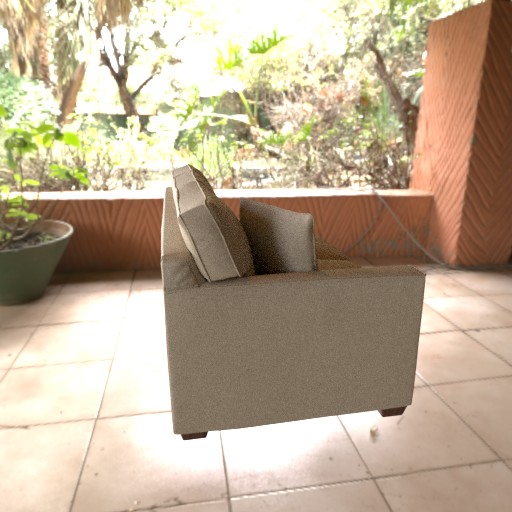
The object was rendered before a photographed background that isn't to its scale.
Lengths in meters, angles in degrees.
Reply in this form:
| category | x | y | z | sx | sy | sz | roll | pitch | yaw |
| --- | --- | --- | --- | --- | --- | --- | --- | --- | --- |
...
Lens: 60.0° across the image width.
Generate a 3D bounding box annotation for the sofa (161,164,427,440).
| category | x | y | z | sx | sy | sz | roll | pitch | yaw |
| --- | --- | --- | --- | --- | --- | --- | --- | --- | --- |
| sofa | 0.000 | 0.000 | 2.579 | 1.034 | 0.946 | 1.962 | -3 | 16 | -10 |
